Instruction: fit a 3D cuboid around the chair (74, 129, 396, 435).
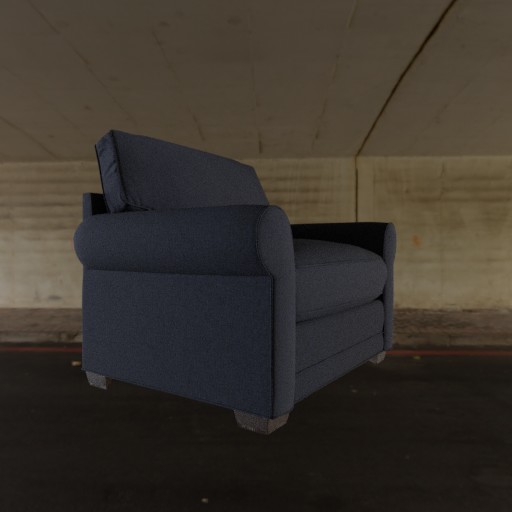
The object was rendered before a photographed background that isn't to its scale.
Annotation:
[{"bbox_3d":[0.000,0.000,1.987,0.963,1.044,1.285,1,1,34],"label":"chair"}]
